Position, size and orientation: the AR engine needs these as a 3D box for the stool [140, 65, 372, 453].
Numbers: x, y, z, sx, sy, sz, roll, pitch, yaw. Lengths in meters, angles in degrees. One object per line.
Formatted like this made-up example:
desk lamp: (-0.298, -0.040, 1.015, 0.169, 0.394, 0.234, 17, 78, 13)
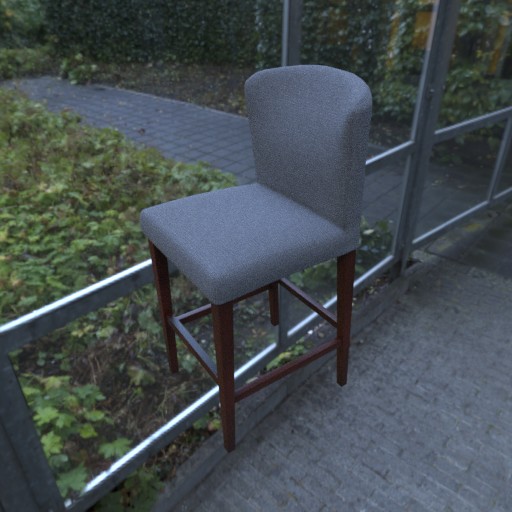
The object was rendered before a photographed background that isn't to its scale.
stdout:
stool: (0.000, 0.000, 1.405, 0.568, 1.069, 0.486, -20, 36, -29)
